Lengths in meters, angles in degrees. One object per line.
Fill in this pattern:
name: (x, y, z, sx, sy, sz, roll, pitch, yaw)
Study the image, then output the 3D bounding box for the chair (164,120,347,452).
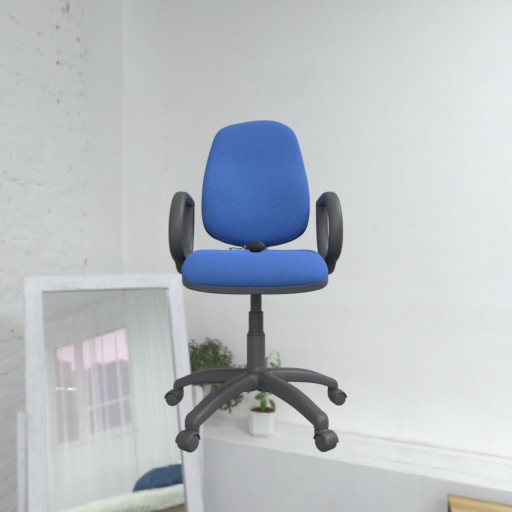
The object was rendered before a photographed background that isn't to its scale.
chair: (0.000, 0.000, 1.278, 0.552, 0.905, 0.549, 0, 1, 0)
